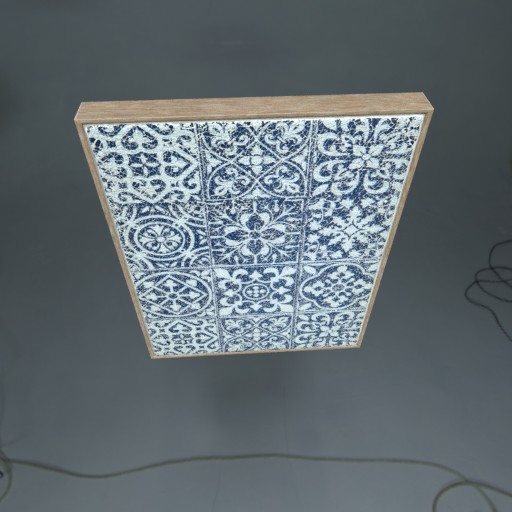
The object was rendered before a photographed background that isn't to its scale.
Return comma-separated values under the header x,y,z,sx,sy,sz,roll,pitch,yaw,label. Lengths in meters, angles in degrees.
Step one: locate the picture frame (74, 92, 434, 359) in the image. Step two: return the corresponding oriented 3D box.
x,y,z,sx,sy,sz,roll,pitch,yaw,label
0.000,0.000,0.726,0.424,0.526,0.043,-3,46,-2,picture frame
